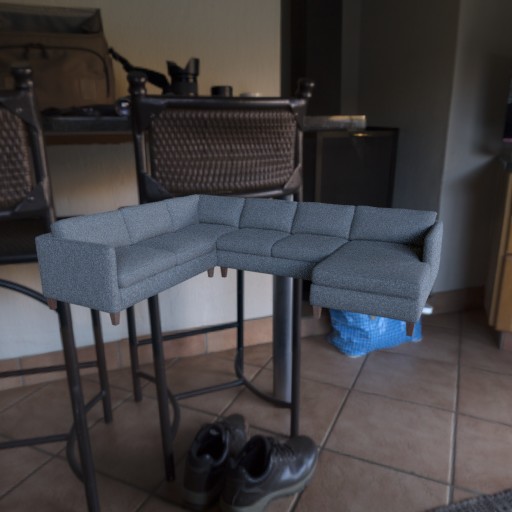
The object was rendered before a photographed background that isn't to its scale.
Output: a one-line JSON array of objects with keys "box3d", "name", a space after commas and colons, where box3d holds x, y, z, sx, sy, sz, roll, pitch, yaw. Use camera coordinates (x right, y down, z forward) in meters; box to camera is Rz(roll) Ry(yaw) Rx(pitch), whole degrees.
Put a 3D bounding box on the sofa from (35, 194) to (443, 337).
[{"box3d": [0.000, 0.000, 4.415, 3.238, 0.853, 2.551, 8, 17, 26], "name": "sofa"}]
